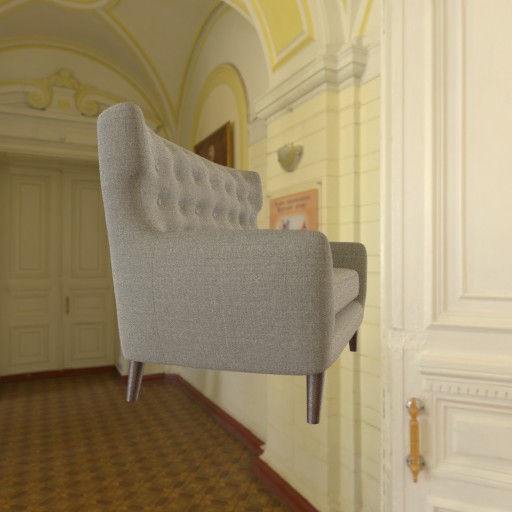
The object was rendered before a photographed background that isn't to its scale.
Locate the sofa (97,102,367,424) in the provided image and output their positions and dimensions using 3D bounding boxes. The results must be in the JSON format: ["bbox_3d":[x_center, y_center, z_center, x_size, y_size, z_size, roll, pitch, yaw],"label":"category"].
[{"bbox_3d":[0.000,0.000,2.009,0.884,1.028,1.386,0,0,19],"label":"sofa"}]
